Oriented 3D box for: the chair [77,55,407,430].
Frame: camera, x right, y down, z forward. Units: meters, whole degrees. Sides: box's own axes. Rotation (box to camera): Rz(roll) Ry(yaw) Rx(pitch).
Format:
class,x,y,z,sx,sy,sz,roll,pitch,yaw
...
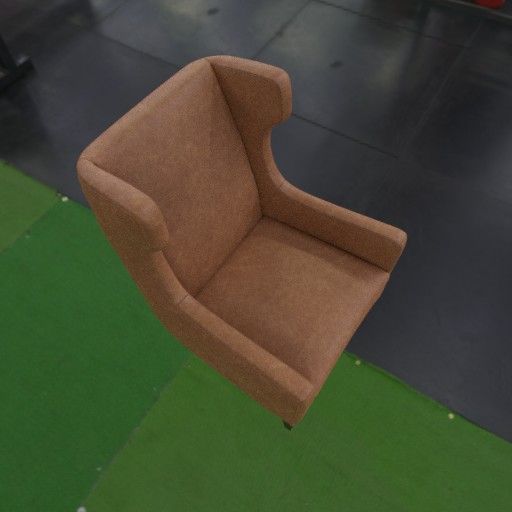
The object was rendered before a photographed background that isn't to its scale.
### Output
class,x,y,z,sx,sy,sz,roll,pitch,yaw
chair,0.000,0.000,1.649,0.899,1.079,0.766,30,63,17
